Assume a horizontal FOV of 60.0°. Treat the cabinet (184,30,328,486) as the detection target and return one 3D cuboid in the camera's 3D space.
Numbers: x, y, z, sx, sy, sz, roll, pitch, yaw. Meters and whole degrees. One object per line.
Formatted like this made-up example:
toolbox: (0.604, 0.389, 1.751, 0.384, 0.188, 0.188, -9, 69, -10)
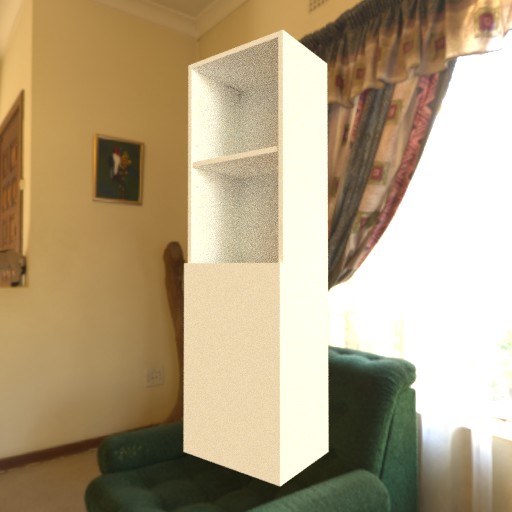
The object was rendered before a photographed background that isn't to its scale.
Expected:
cabinet: (0.000, 0.000, 1.542, 0.400, 1.350, 0.300, -1, -1, 37)
